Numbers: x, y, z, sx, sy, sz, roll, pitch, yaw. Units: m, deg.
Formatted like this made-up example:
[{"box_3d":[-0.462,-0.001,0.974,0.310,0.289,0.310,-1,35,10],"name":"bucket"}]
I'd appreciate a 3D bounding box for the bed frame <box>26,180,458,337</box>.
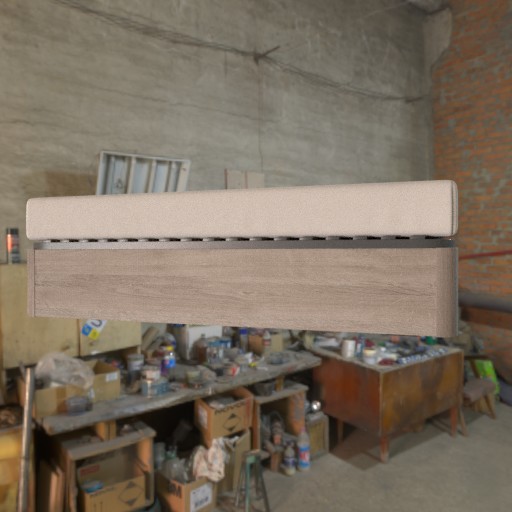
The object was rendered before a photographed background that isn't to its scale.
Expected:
[{"box_3d":[0.000,0.000,2.478,1.900,0.561,1.400,0,0,17],"name":"bed frame"}]
